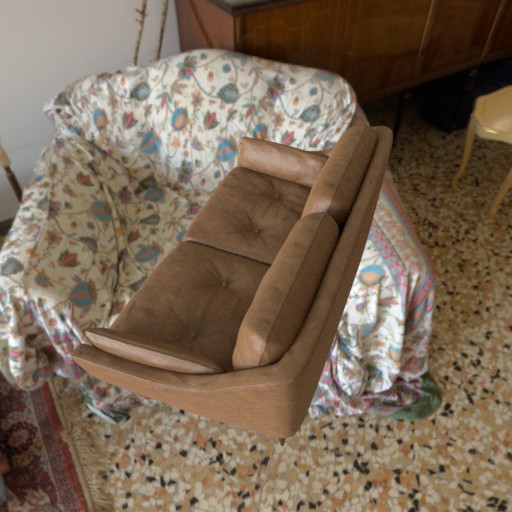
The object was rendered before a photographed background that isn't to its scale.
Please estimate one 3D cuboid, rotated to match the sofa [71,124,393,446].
[{"bbox_3d":[0.000,0.000,2.269,0.981,0.886,1.731,17,49,15],"label":"sofa"}]
